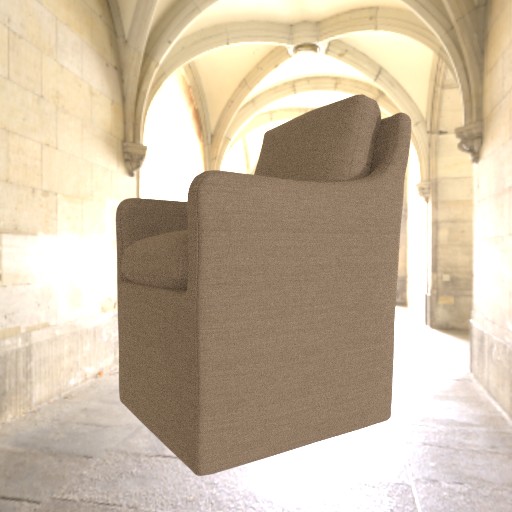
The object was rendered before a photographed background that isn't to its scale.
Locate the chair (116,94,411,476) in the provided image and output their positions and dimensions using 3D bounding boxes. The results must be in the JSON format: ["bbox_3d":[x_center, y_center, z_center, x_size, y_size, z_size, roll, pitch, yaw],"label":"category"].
[{"bbox_3d":[0.000,0.000,1.318,0.694,0.914,0.626,0,0,-33],"label":"chair"}]
